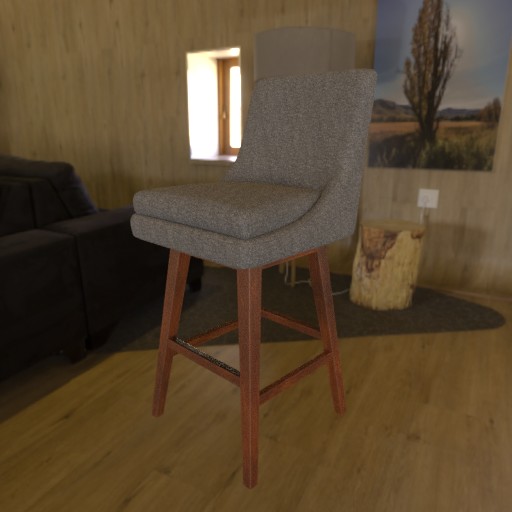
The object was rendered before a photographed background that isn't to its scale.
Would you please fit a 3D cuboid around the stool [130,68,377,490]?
[{"bbox_3d":[0.000,0.000,1.343,0.489,1.068,0.572,15,22,41],"label":"stool"}]
